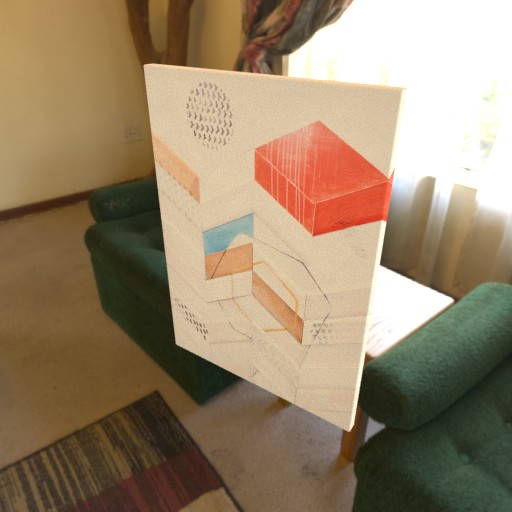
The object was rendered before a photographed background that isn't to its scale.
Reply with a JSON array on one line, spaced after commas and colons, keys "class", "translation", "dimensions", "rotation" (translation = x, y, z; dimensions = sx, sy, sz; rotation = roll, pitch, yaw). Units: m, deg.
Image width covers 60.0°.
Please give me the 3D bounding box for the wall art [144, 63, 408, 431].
[{"class": "wall art", "translation": [0.000, 0.000, 1.108], "dimensions": [0.613, 0.848, 0.036], "rotation": [19, 35, 29]}]
